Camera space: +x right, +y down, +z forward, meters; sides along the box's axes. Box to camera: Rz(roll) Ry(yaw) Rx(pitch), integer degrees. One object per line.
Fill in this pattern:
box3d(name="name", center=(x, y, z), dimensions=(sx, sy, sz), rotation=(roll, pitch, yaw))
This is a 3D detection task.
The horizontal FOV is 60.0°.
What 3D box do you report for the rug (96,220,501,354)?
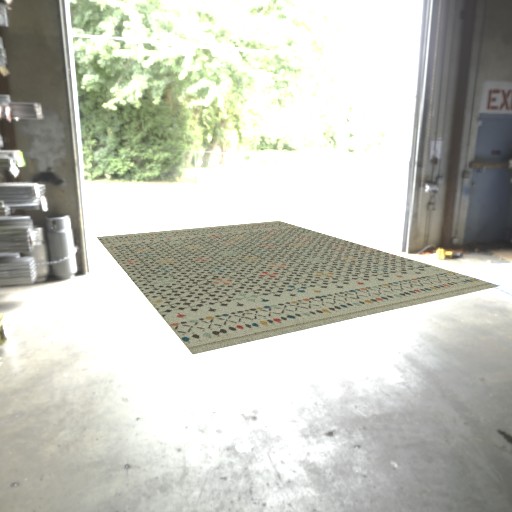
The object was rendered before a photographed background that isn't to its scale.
box3d(name="rug", center=(0.000, 0.000, 4.068), dimensions=(2.354, 0.007, 3.196), rotation=(-7, 16, -26))
